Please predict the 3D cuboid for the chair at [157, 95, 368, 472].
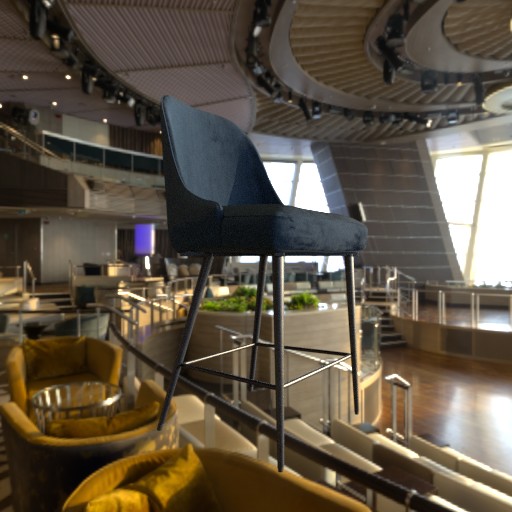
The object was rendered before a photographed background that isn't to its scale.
[{"bbox_3d":[0.000,0.000,1.245,0.489,0.927,0.526,0,0,35],"label":"chair"}]
